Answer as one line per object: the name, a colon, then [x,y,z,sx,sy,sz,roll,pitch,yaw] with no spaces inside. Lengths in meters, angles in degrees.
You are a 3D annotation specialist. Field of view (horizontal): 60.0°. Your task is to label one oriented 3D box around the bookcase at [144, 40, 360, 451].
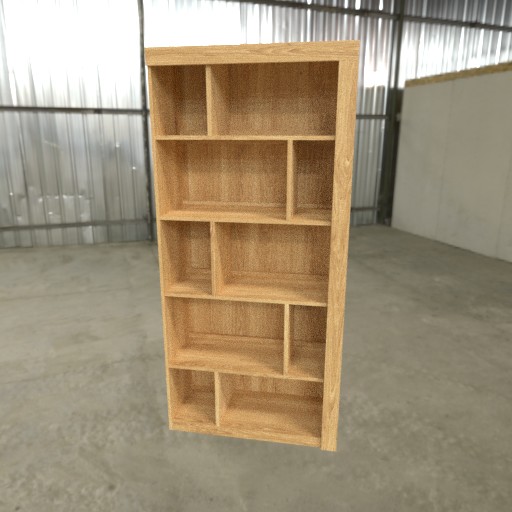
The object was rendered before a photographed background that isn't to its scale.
bookcase: [0.000,0.000,2.386,0.950,2.020,0.420,3,16,10]
